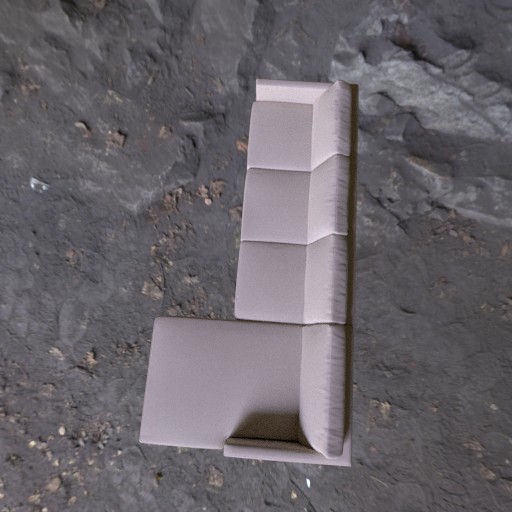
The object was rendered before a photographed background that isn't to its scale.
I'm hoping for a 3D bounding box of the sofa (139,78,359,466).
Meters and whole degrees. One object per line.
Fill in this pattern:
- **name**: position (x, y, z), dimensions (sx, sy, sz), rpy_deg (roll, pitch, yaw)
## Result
- **sofa**: position (0.000, 0.000, 3.824), dimensions (1.622, 0.871, 3.206), rpy_deg (4, 75, 1)
